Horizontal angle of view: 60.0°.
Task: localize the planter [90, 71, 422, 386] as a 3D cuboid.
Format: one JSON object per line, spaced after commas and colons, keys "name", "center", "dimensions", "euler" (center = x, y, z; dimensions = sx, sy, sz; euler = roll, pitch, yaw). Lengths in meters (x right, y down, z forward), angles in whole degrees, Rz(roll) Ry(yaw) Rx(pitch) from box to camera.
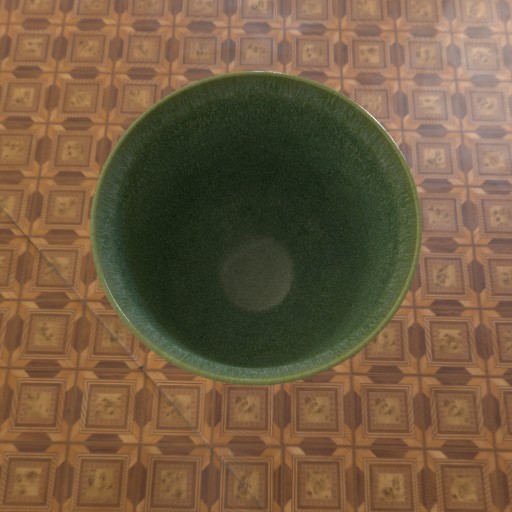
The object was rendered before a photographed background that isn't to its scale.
{"name": "planter", "center": [0.000, 0.000, 0.484], "dimensions": [0.266, 0.270, 0.266], "euler": [0, 75, 0]}
